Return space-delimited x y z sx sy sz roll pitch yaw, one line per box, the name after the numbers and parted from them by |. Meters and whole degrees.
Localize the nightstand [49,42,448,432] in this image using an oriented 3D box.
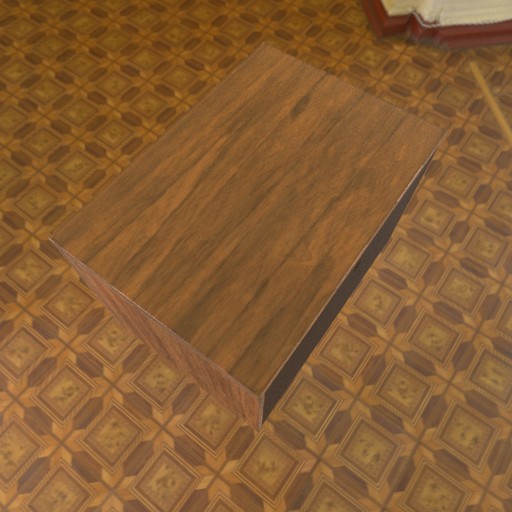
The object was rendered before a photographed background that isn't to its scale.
0.000 0.000 1.062 0.458 0.610 0.610 33 67 16 | nightstand
